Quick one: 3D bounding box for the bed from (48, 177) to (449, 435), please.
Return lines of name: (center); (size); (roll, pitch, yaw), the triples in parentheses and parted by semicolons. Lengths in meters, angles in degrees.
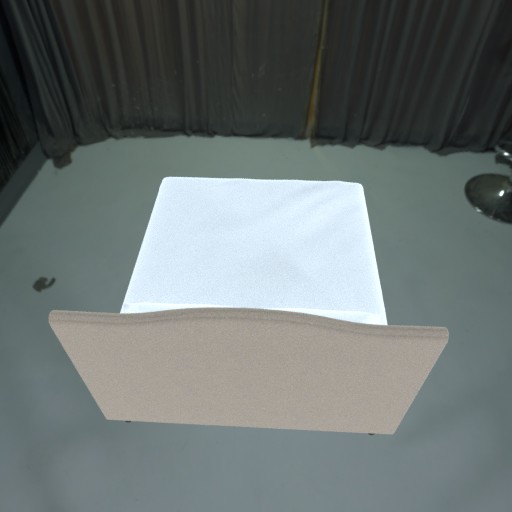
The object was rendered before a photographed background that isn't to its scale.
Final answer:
bed: (0.000, 0.000, 3.453); (2.083, 1.421, 2.182); (2, 47, 2)
